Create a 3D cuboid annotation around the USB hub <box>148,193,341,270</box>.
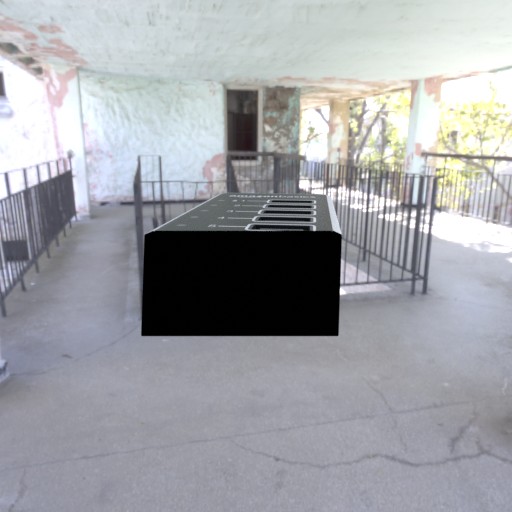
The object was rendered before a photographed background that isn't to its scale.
[{"bbox_3d":[0.000,0.000,0.124,0.044,0.023,0.110,2,15,7],"label":"USB hub"}]
